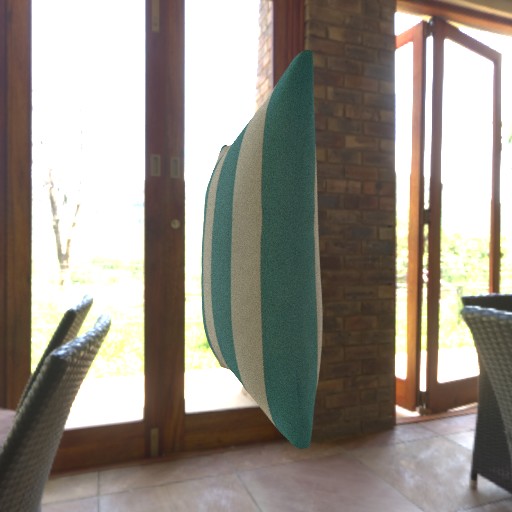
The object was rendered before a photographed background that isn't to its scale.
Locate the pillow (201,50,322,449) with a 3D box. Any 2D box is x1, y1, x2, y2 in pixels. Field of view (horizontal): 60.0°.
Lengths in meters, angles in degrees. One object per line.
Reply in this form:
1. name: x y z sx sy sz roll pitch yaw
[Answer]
1. pillow: 0.000 0.000 0.818 0.189 0.526 0.536 0 0 -17
